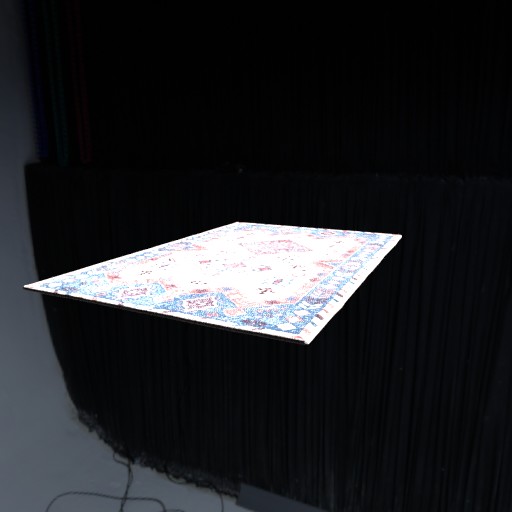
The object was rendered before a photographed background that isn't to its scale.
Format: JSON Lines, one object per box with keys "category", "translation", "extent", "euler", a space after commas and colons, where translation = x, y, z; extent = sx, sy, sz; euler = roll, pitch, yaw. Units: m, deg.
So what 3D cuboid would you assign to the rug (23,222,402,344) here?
{"category": "rug", "translation": [0.000, 0.000, 2.335], "extent": [1.225, 0.015, 1.840], "euler": [6, 15, 25]}
